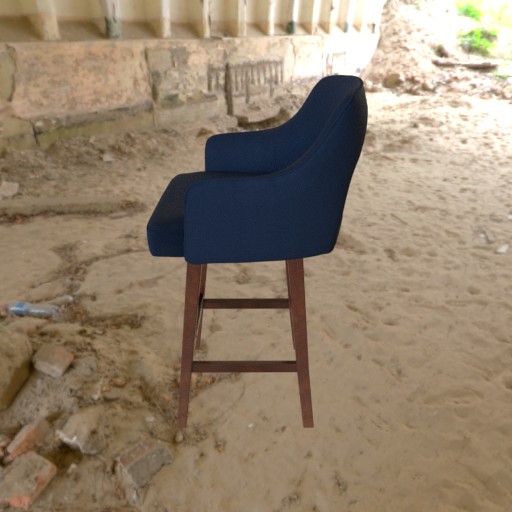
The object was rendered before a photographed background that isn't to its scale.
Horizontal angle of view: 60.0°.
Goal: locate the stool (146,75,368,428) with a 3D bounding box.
[{"bbox_3d":[0.000,0.000,1.386,0.560,1.041,0.550,0,27,0],"label":"stool"}]
